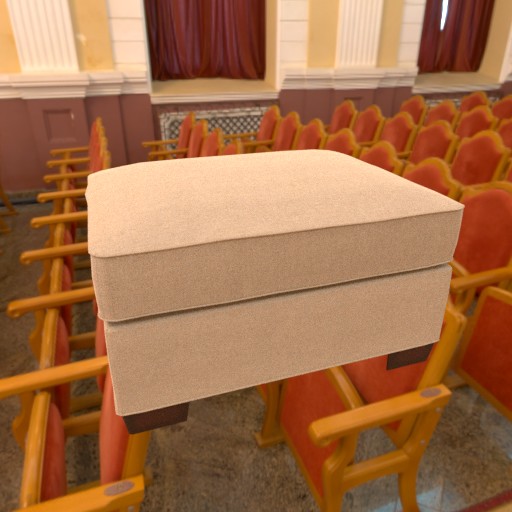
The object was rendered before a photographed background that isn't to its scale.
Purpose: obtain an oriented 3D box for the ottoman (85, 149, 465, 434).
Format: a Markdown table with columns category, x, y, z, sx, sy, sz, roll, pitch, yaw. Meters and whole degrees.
| category | x | y | z | sx | sy | sz | roll | pitch | yaw |
| --- | --- | --- | --- | --- | --- | --- | --- | --- | --- |
| ottoman | 0.000 | 0.000 | 1.246 | 0.846 | 0.503 | 0.617 | -8 | 27 | -17 |
